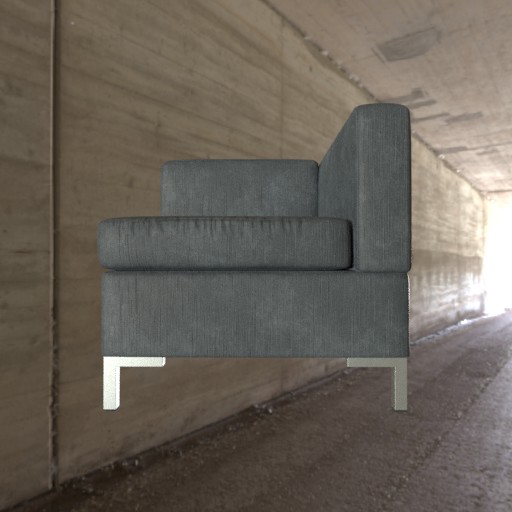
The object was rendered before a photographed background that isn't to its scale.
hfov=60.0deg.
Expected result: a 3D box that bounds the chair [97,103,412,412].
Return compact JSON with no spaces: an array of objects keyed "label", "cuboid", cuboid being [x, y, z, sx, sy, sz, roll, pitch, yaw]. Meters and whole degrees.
[{"label":"chair","cuboid":[0.000,0.000,1.238,0.680,0.660,0.680,0,-1,0]}]
